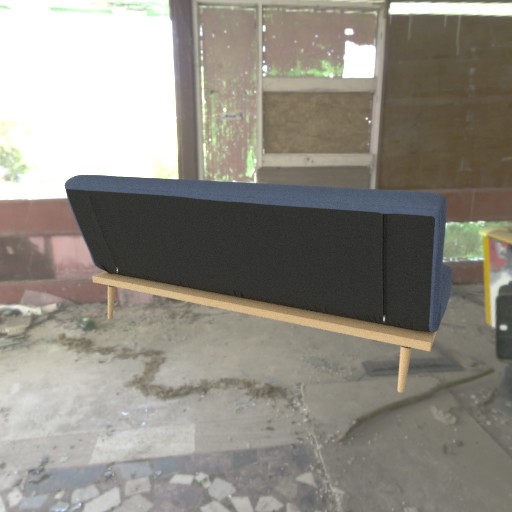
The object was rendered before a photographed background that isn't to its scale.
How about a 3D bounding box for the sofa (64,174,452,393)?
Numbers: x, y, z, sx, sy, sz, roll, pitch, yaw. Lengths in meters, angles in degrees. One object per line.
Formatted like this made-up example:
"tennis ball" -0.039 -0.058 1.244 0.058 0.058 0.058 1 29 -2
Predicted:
"sofa" 0.000 0.000 2.238 1.800 0.800 0.796 8 17 27
